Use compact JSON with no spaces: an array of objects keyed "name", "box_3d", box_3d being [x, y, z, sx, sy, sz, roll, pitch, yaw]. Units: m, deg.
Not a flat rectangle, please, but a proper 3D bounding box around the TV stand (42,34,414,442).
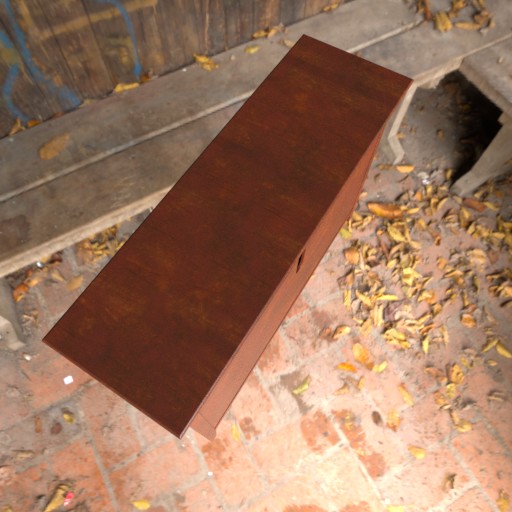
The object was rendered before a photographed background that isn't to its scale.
[{"name":"TV stand","box_3d":[0.000,0.000,1.749,0.445,0.915,1.372,29,68,13]}]
